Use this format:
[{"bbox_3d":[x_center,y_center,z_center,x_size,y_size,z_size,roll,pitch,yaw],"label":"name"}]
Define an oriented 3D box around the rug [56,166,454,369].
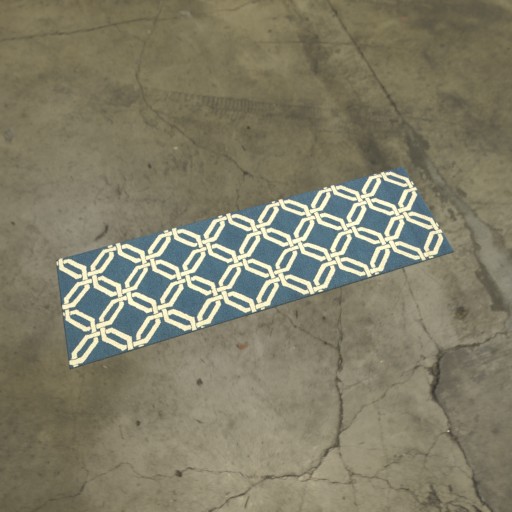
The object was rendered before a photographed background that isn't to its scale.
[{"bbox_3d":[0.000,0.000,2.639,2.276,0.014,0.678,-16,64,-8],"label":"rug"}]
